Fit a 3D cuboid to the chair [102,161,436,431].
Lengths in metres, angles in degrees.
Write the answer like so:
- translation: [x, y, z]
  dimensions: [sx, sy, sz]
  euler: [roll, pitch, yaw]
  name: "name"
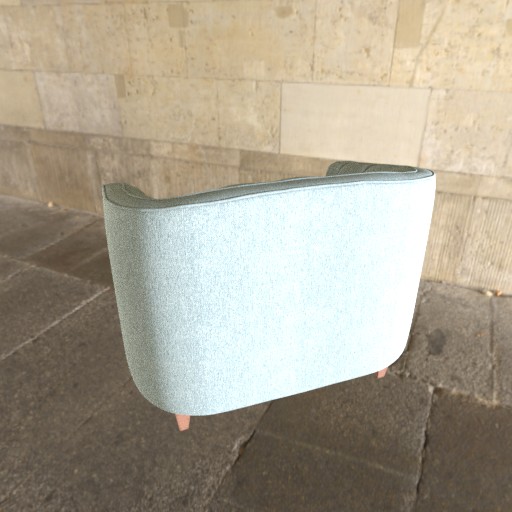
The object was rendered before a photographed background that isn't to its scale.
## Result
- translation: [0.000, 0.000, 1.750]
  dimensions: [1.094, 0.852, 0.945]
  euler: [-9, 28, -17]
  name: "chair"
